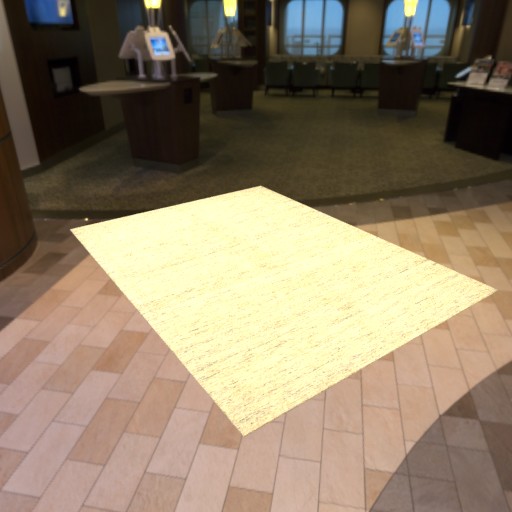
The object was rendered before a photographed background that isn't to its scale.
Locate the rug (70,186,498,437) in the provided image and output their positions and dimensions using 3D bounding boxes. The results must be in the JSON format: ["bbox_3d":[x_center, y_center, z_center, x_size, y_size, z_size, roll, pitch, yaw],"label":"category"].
[{"bbox_3d":[0.000,0.000,4.047,2.437,0.014,3.201,-18,32,-31],"label":"rug"}]
